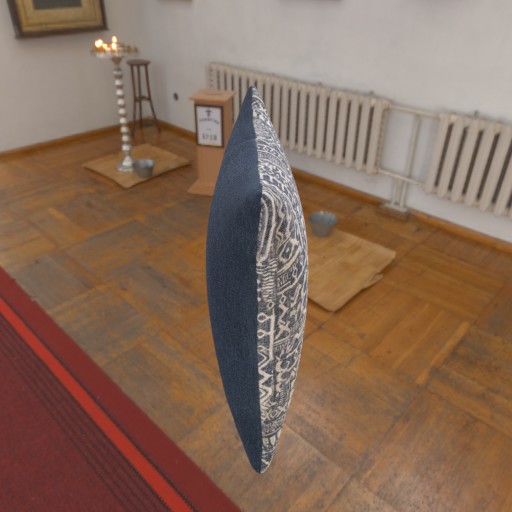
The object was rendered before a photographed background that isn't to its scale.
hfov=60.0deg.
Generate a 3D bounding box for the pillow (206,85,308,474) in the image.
[{"bbox_3d":[0.000,0.000,0.802,0.180,0.487,0.546,-1,32,-1],"label":"pillow"}]
